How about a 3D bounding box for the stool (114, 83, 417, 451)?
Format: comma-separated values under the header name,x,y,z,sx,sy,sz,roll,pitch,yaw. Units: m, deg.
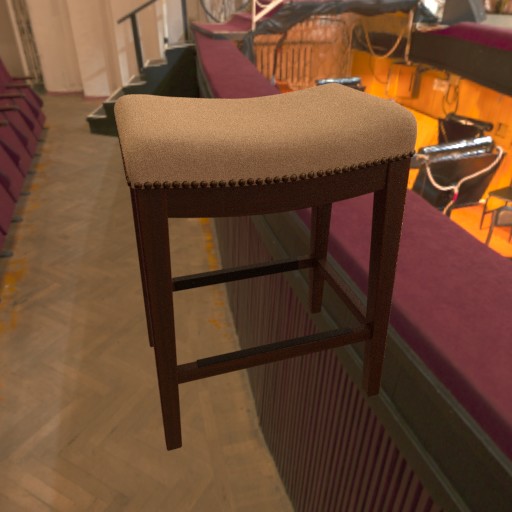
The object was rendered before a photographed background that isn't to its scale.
name,x,y,z,sx,sy,sz,roll,pitch,yaw
stool,0.000,0.000,0.978,0.509,0.669,0.363,-9,32,-15
